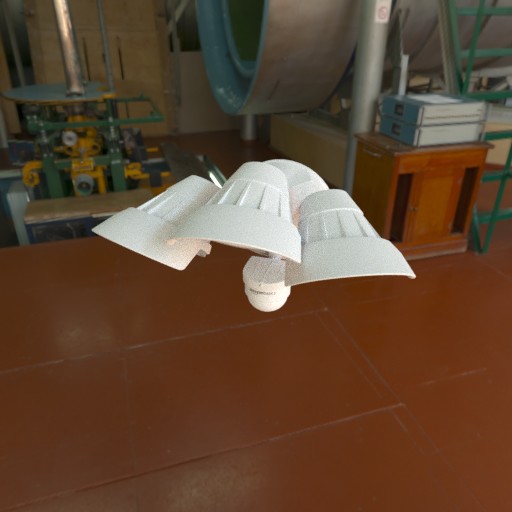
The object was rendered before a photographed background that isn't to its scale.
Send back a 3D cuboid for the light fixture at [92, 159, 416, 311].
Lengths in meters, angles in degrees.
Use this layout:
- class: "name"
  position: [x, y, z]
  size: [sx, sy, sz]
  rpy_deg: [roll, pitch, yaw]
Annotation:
- class: "light fixture"
  position: [0.000, 0.000, 0.554]
  size: [0.369, 0.237, 0.278]
  rpy_deg: [8, 30, 15]
